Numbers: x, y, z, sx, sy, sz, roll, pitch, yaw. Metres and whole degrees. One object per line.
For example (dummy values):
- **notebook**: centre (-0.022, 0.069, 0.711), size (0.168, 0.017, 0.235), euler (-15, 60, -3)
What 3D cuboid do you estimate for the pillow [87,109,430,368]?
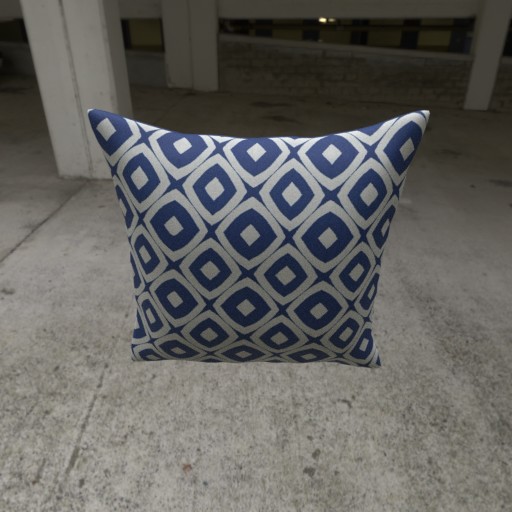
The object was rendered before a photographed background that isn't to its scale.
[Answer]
- **pillow**: centre (0.000, 0.000, 0.771), size (0.504, 0.494, 0.188), euler (1, 29, 2)
